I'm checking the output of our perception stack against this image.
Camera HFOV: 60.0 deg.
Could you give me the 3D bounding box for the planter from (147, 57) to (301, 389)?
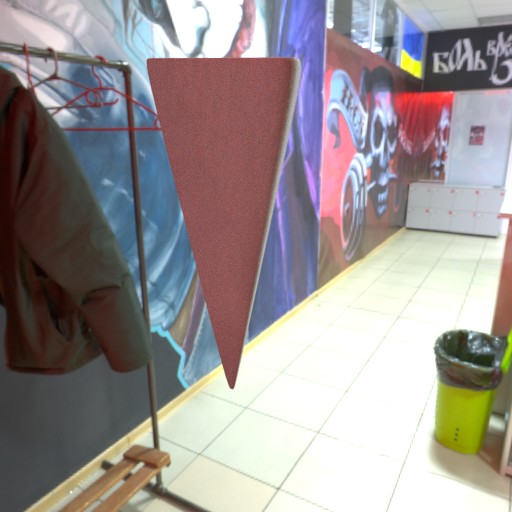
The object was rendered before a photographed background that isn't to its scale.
[{"bbox_3d":[0.000,0.000,0.155,0.058,0.130,0.047,-8,17,-26],"label":"planter"}]
